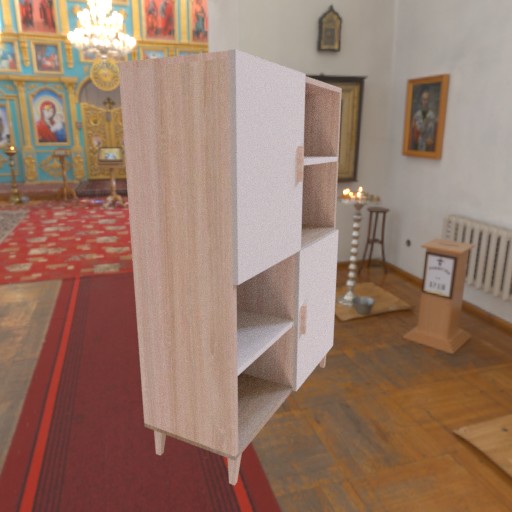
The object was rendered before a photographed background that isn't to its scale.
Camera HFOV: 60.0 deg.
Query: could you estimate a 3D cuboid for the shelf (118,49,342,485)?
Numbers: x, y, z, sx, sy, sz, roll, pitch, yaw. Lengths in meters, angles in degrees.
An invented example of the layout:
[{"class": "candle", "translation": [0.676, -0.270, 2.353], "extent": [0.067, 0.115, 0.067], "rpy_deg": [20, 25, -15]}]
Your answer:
[{"class": "shelf", "translation": [0.000, 0.000, 1.862], "extent": [0.434, 1.405, 0.995], "rpy_deg": [8, 16, 27]}]
